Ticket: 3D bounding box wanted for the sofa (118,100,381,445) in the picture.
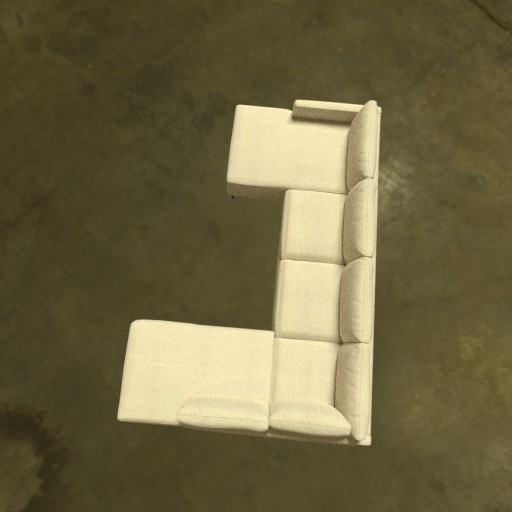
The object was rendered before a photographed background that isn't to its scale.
[{"bbox_3d":[0.000,0.000,3.615,1.879,0.756,2.737,5,77,1],"label":"sofa"}]
